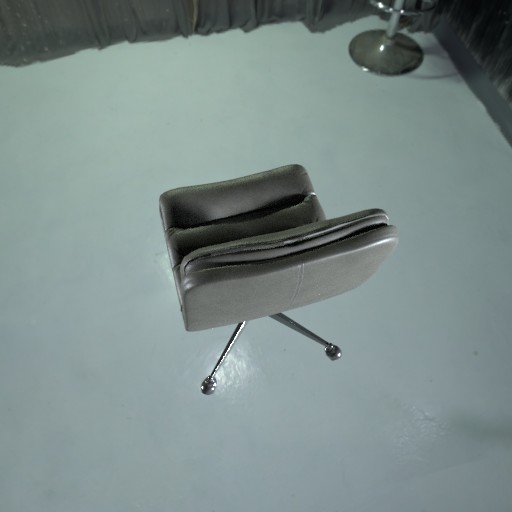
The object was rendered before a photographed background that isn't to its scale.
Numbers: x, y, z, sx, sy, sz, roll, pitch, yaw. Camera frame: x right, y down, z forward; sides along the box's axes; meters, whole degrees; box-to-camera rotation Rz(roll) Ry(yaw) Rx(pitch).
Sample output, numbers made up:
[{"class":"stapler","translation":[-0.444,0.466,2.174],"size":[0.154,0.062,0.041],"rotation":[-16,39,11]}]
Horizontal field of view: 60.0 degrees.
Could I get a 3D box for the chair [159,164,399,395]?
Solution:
[{"class":"chair","translation":[0.000,0.000,1.062],"size":[0.422,0.738,0.485],"rotation":[-14,60,-8]}]
